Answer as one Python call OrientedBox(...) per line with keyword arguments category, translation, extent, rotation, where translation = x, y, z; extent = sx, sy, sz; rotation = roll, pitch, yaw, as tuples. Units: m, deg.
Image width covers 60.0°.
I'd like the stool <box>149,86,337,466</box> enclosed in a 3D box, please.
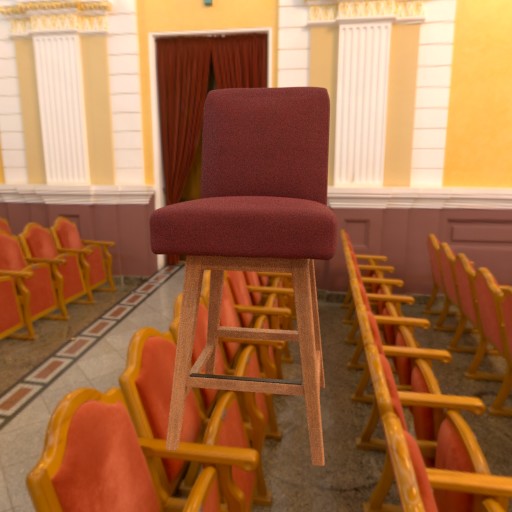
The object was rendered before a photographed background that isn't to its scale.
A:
OrientedBox(category="stool", translation=(0.000, 0.000, 1.344), extent=(0.468, 1.038, 0.562), rotation=(2, 13, 9))
